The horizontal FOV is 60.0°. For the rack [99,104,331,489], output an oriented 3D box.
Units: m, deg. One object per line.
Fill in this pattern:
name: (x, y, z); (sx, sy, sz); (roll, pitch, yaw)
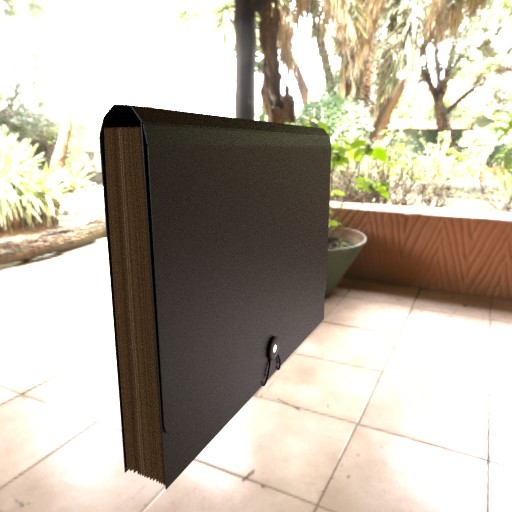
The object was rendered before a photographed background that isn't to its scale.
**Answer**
rack: (0.000, 0.000, 0.411); (0.041, 0.241, 0.330); (7, 15, 26)
